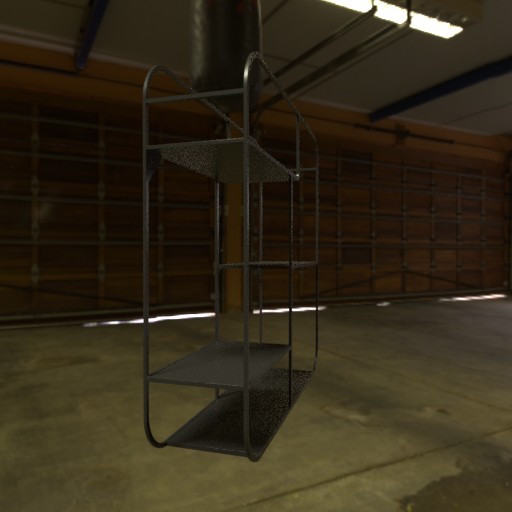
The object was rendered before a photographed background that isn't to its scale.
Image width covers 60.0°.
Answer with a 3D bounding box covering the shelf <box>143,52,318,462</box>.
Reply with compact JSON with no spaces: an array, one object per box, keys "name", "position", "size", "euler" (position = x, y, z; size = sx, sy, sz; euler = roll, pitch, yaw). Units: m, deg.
[{"name":"shelf","position":[0.000,0.000,0.909],"size":[0.160,0.600,0.600],"euler":[0,1,17]}]
